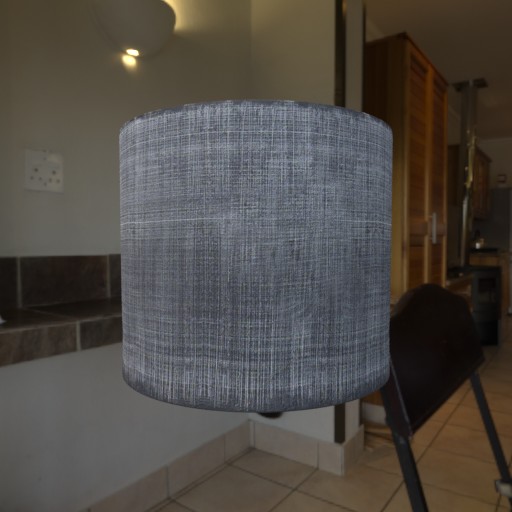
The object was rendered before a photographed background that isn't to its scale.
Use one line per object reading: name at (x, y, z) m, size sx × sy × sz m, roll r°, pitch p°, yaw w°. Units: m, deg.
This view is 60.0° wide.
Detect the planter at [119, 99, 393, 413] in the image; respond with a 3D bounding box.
planter at (0.000, 0.000, 0.434) m, size 0.254 × 0.221 × 0.254 m, roll 0°, pitch 1°, yaw 0°
